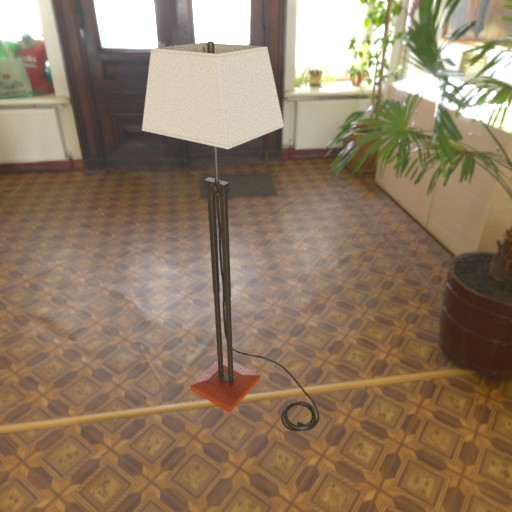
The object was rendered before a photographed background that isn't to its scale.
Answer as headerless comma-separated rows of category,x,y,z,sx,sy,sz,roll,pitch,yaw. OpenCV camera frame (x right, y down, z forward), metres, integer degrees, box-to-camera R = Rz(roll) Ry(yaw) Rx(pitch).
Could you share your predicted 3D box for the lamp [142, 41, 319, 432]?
lamp,0.000,0.000,1.964,0.745,1.712,0.472,20,36,30
